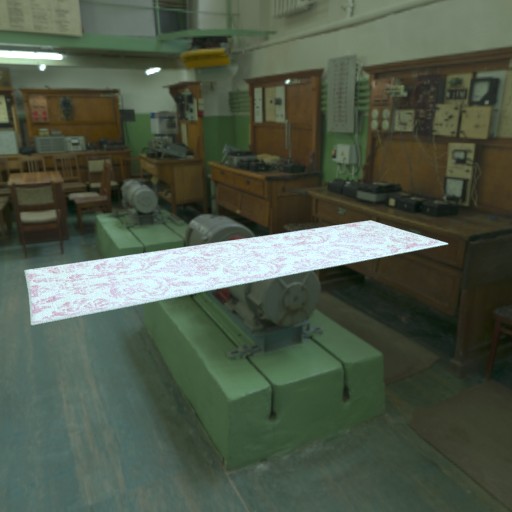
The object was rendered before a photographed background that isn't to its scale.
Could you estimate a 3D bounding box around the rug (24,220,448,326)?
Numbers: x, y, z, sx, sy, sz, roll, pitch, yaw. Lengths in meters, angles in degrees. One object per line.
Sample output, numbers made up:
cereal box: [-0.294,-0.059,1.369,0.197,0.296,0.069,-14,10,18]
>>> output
rug: [0.000,0.000,2.364,2.196,0.011,0.662,-9,20,-27]
